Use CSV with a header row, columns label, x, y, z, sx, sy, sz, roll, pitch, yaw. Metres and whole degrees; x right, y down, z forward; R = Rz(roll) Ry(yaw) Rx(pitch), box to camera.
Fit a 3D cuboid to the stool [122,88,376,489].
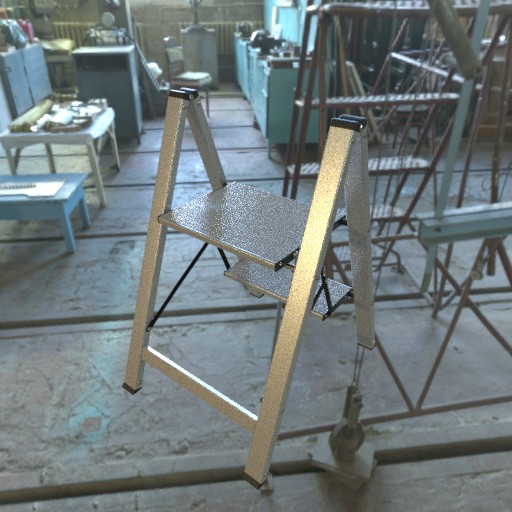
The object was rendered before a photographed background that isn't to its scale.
label,x,y,z,sx,sy,sz,roll,pitch,yaw
stool,0.000,0.000,1.001,0.440,0.670,0.535,22,37,32
